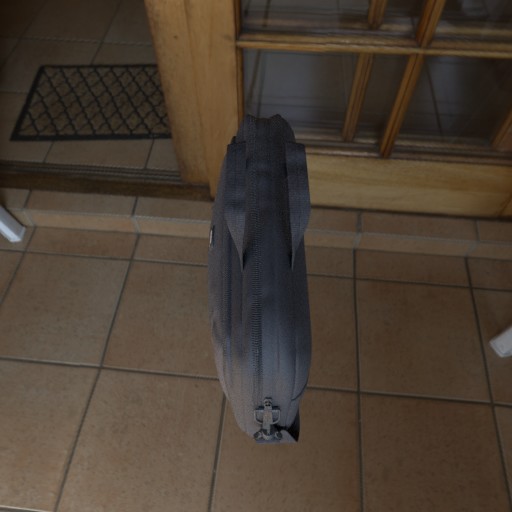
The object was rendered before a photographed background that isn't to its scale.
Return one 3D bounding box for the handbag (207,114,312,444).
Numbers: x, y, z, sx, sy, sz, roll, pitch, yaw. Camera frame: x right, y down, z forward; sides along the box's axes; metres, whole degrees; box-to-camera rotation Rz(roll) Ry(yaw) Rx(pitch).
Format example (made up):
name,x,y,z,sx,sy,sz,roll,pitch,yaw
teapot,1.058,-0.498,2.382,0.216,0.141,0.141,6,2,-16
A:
name,x,y,z,sx,sy,sz,roll,pitch,yaw
handbag,0.000,0.000,0.418,0.089,0.244,0.320,0,57,0
